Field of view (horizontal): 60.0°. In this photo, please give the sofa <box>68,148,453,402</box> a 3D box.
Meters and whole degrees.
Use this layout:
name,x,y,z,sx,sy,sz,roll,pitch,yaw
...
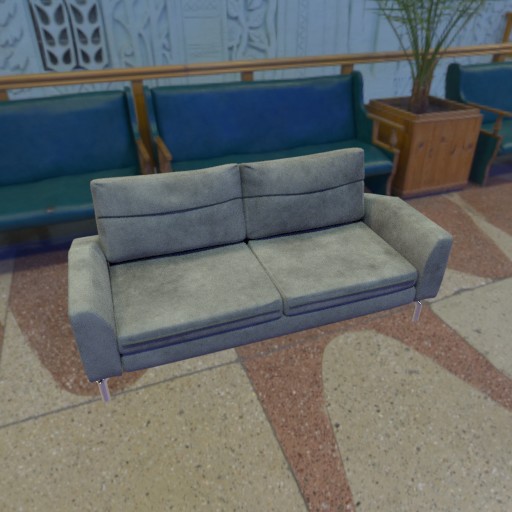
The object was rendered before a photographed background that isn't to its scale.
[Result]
name,x,y,z,sx,sy,sz,roll,pitch,yaw
sofa,0.000,0.000,2.380,1.837,0.859,0.849,-11,34,-16
